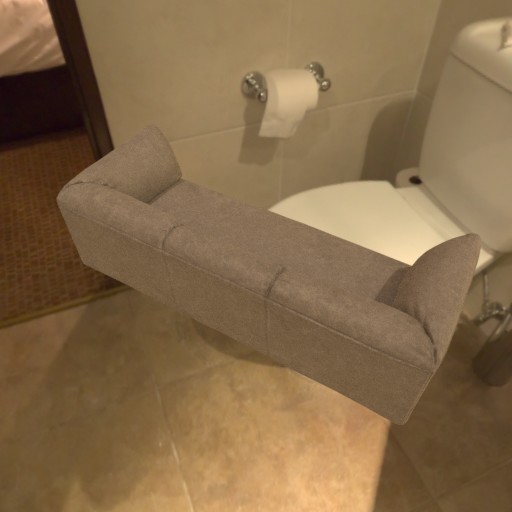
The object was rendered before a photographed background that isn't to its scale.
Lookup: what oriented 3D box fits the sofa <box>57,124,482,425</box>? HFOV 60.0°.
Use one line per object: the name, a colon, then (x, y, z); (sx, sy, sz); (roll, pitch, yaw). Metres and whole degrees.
sofa: (0.000, 0.000, 2.647); (2.238, 0.758, 0.899); (23, 51, 20)
